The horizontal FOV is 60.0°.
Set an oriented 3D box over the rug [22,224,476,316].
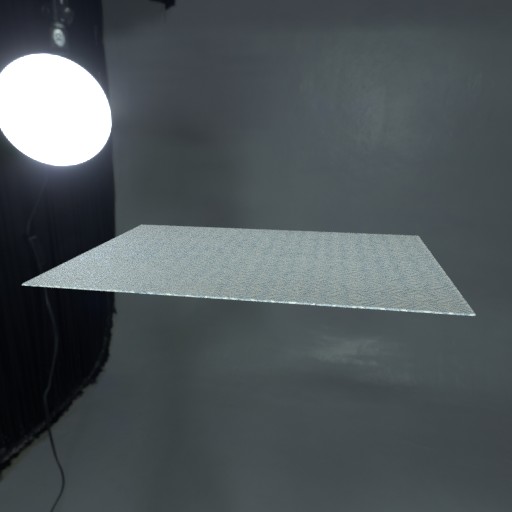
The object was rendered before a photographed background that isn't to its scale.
[{"bbox_3d":[0.000,0.000,2.325,1.824,0.008,1.220,3,17,10],"label":"rug"}]
